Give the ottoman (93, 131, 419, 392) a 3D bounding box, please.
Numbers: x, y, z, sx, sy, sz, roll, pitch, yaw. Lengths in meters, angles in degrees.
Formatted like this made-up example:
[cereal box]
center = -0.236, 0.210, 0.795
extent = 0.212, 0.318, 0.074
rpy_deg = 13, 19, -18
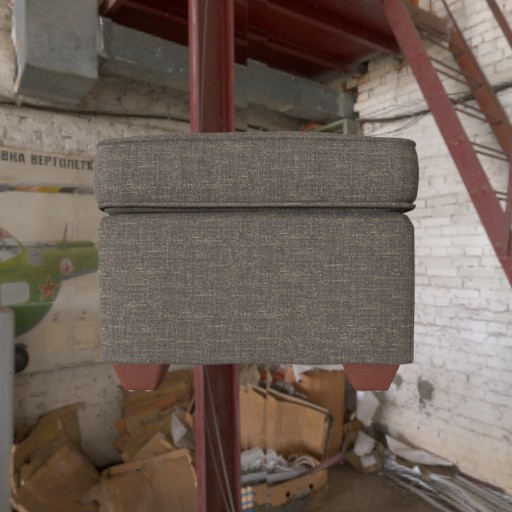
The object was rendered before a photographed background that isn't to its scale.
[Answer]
[ottoman]
center = 0.000, 0.000, 1.059
extent = 0.549, 0.450, 0.749
rpy_deg = 0, 0, 0
